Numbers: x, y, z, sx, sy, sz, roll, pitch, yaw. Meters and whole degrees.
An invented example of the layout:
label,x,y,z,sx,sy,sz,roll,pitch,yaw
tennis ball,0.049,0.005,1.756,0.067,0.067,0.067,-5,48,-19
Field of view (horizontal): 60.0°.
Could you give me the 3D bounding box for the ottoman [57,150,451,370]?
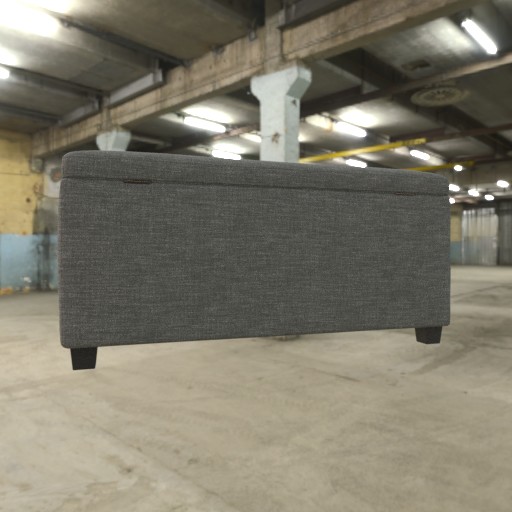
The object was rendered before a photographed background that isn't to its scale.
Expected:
label,x,y,z,sx,sy,sz,roll,pitch,yaw
ottoman,0.000,0.000,1.137,0.902,0.432,0.419,0,0,-17
